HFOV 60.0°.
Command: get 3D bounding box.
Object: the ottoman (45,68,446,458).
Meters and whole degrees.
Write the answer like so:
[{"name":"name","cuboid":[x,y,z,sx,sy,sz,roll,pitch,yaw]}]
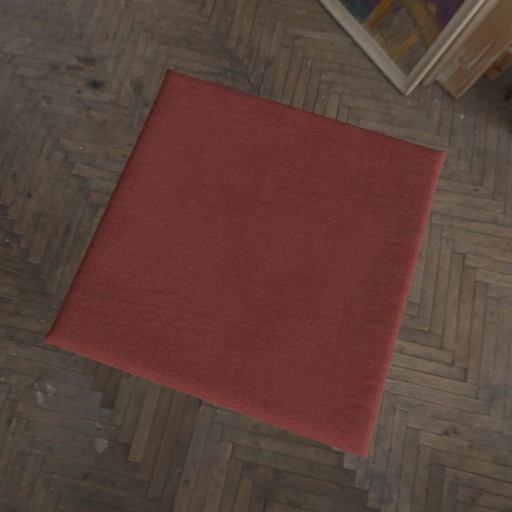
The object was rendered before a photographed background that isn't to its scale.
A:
[{"name":"ottoman","cuboid":[0.000,0.000,1.389,0.890,0.411,0.889,18,76,5]}]
